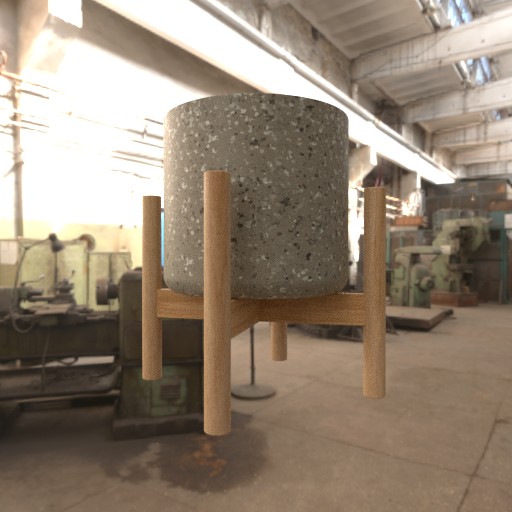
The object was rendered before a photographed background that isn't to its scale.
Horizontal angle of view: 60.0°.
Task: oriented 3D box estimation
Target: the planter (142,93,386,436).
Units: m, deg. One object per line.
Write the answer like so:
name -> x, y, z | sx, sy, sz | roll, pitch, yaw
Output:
planter -> 0.000, 0.000, 0.544 | 0.284, 0.320, 0.284 | 0, 1, 37
